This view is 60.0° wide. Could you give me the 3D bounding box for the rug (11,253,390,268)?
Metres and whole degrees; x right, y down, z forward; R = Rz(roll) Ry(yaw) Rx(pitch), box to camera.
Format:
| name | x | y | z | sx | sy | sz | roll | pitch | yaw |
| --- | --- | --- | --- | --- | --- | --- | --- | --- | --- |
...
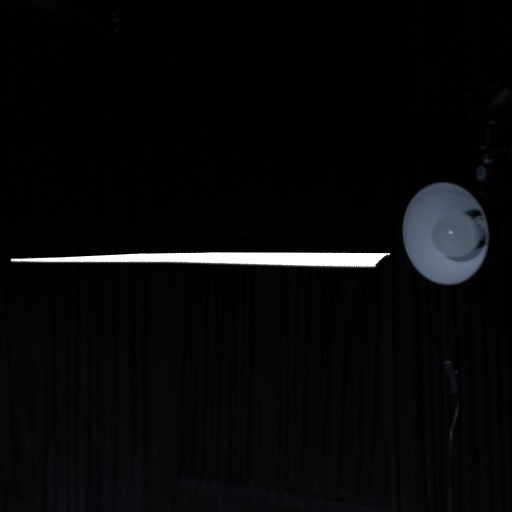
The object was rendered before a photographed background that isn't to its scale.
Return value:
| name | x | y | z | sx | sy | sz | roll | pitch | yaw |
| --- | --- | --- | --- | --- | --- | --- | --- | --- | --- |
| rug | 0.000 | 0.000 | 3.593 | 2.032 | 0.038 | 2.869 | 0 | 1 | 18 |
